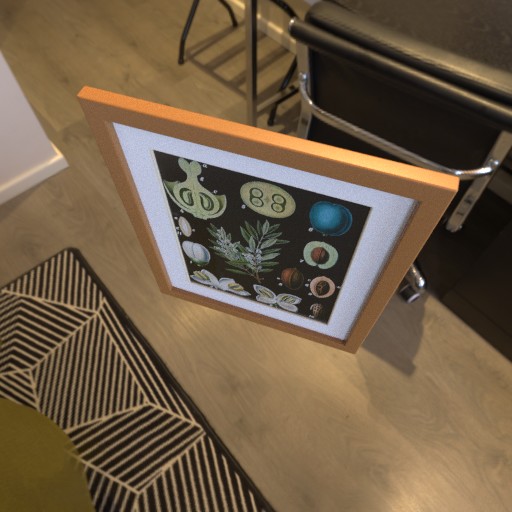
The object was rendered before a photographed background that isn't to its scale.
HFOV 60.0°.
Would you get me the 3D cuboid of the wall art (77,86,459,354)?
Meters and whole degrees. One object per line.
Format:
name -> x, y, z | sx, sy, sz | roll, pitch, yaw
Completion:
wall art -> 0.000, 0.000, 0.509 | 0.310, 0.379, 0.015 | 16, 61, 9
